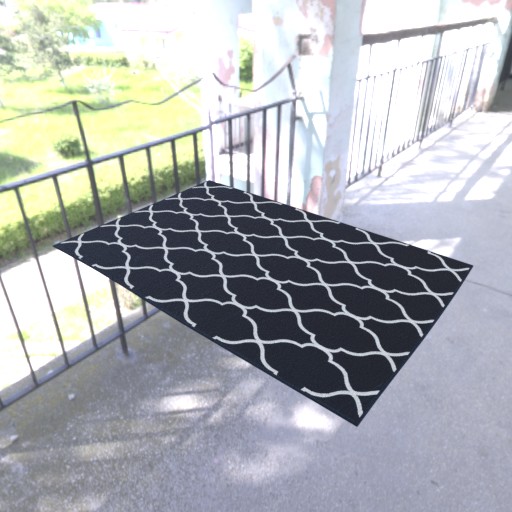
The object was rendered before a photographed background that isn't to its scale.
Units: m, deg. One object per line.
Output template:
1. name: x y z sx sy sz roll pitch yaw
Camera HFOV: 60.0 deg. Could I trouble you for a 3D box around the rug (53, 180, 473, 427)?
1. rug: 0.000 0.000 2.869 2.290 0.014 1.526 23 38 32
